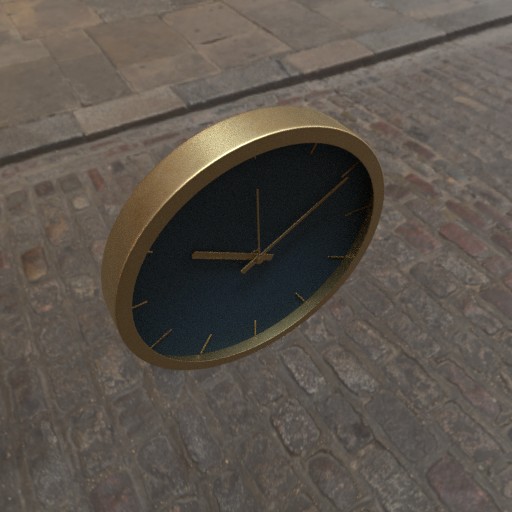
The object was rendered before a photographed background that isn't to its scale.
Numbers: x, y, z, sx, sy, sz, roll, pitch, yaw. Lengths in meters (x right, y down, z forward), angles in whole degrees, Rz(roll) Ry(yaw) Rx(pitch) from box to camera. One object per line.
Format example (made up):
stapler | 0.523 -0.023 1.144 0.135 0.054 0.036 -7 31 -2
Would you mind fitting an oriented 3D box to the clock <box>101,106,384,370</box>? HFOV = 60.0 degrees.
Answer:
clock | 0.000 0.000 0.470 0.314 0.314 0.040 -24 51 -20
